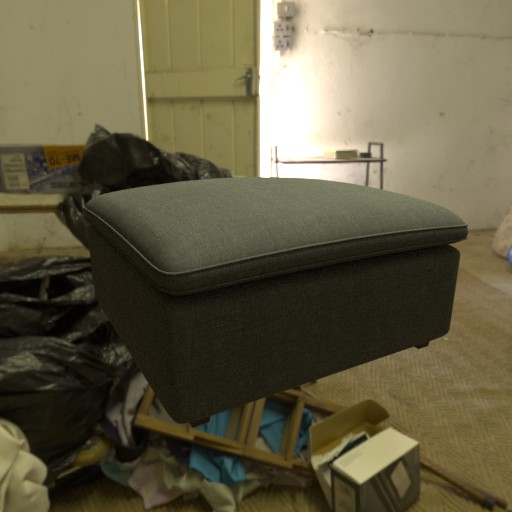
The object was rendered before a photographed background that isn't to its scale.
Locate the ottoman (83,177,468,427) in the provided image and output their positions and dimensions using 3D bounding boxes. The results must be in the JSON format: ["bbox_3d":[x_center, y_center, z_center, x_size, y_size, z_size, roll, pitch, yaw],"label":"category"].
[{"bbox_3d":[0.000,0.000,1.684,1.067,0.559,1.067,-9,19,-29],"label":"ottoman"}]
